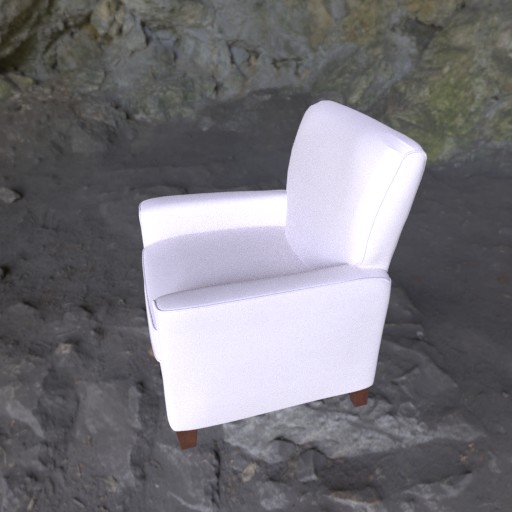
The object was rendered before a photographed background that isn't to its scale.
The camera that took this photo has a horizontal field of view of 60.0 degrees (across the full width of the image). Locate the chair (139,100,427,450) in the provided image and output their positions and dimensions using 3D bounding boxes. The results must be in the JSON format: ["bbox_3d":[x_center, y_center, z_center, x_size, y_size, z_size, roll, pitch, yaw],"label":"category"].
[{"bbox_3d":[0.000,0.000,1.690,0.858,1.028,0.841,-8,31,-14],"label":"chair"}]
